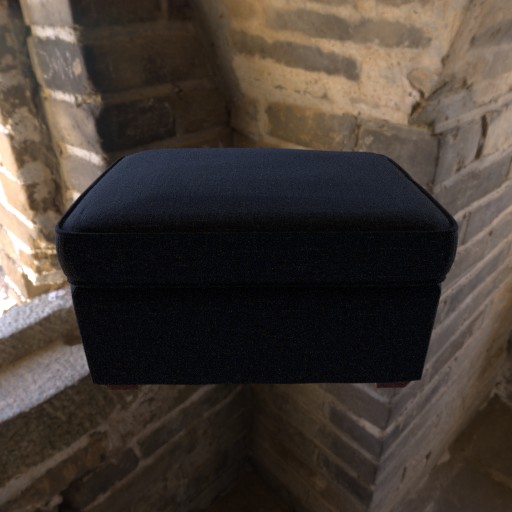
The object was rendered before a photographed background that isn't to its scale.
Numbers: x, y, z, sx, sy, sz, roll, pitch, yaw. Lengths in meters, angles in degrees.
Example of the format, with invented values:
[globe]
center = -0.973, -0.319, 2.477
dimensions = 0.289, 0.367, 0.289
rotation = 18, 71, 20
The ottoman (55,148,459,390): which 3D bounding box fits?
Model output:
[ottoman]
center = 0.000, 0.000, 1.086
dimensions = 0.749, 0.450, 0.549
rotation = 0, 28, -1
